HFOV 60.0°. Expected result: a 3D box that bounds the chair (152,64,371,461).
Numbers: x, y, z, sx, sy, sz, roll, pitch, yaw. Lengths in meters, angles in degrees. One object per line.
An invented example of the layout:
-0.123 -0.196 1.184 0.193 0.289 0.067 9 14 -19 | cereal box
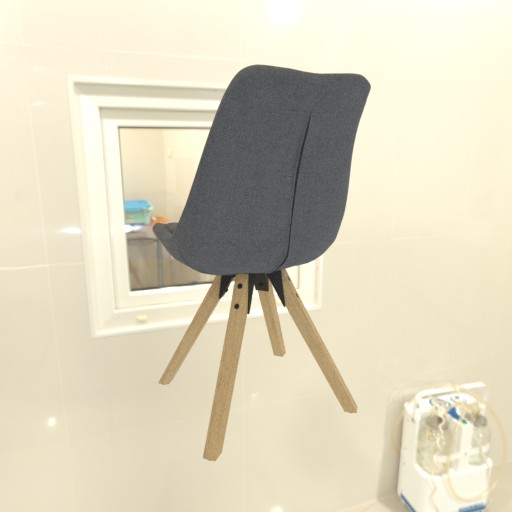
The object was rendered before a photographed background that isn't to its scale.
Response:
0.000 0.000 1.175 0.485 0.850 0.550 -7 15 -27 | chair
